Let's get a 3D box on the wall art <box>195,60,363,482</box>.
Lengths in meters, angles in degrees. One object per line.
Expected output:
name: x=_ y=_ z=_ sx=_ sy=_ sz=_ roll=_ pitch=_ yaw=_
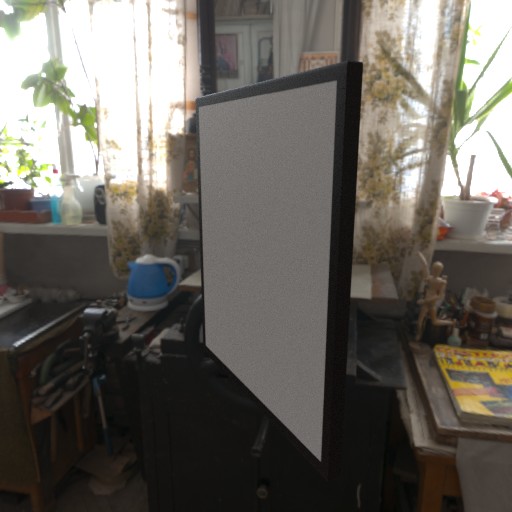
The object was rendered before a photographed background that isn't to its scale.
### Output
wall art: x=0.000 y=0.000 z=0.702 sx=0.021 sy=0.509 sz=0.430 roll=-8 pitch=16 yaw=-28
